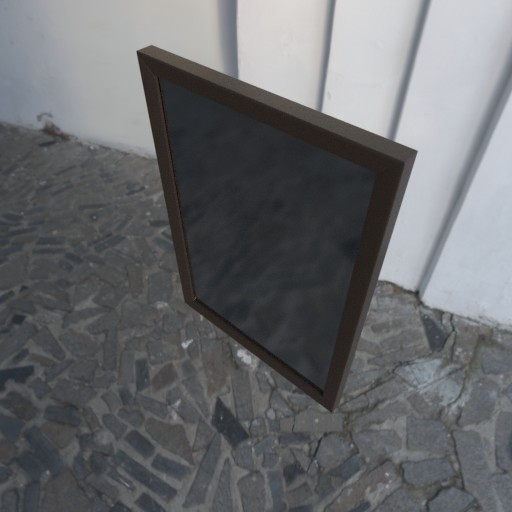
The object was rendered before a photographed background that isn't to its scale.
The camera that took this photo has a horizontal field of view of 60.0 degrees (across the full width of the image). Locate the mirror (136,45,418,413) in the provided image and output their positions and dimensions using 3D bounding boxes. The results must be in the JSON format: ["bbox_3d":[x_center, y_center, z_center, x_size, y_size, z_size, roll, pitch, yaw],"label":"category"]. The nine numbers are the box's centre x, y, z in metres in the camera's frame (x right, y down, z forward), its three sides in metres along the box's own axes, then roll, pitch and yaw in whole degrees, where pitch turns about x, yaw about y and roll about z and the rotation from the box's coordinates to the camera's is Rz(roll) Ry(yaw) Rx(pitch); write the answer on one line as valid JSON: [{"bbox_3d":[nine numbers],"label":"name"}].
[{"bbox_3d":[0.000,0.000,0.917,0.507,0.710,0.040,32,54,26],"label":"mirror"}]
